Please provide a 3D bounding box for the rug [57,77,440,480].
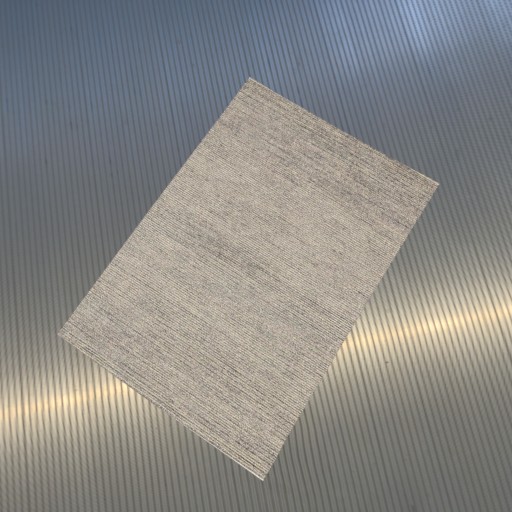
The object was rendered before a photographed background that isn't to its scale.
[{"bbox_3d":[0.000,0.000,3.009,1.604,0.030,2.307,32,78,8],"label":"rug"}]
